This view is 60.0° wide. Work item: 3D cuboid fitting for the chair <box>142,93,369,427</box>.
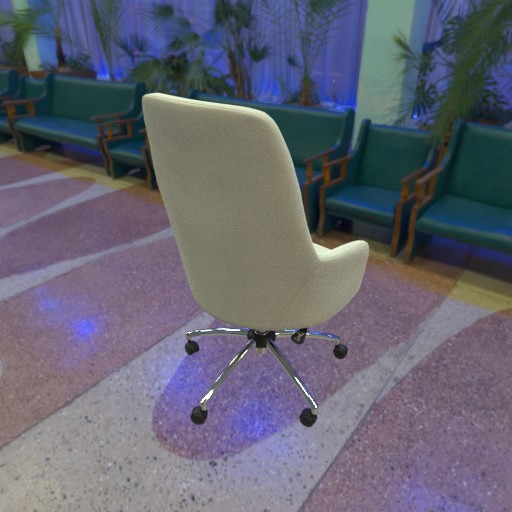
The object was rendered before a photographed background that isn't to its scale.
[{"bbox_3d":[0.000,0.000,1.453,0.620,1.049,0.640,21,36,33],"label":"chair"}]
